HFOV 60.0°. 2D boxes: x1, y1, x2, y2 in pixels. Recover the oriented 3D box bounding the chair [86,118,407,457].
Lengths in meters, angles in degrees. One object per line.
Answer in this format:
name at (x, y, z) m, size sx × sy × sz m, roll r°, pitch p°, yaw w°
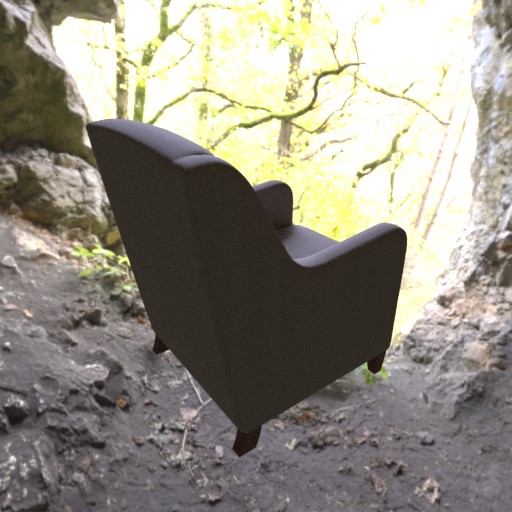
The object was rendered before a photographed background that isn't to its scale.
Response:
chair at (0.000, 0.000, 1.639) m, size 0.890 × 1.017 × 0.715 m, roll -18°, pitch 32°, yaw -32°
